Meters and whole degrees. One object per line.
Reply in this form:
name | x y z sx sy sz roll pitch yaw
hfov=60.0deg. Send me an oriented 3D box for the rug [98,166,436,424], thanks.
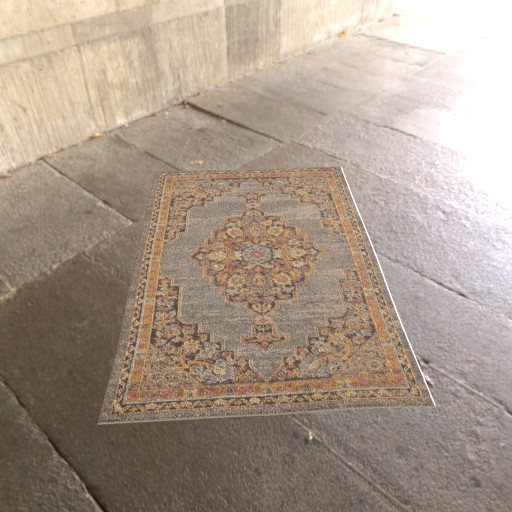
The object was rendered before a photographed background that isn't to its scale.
rug | 0.000 0.000 3.958 2.158 0.024 3.063 -2 41 -2
